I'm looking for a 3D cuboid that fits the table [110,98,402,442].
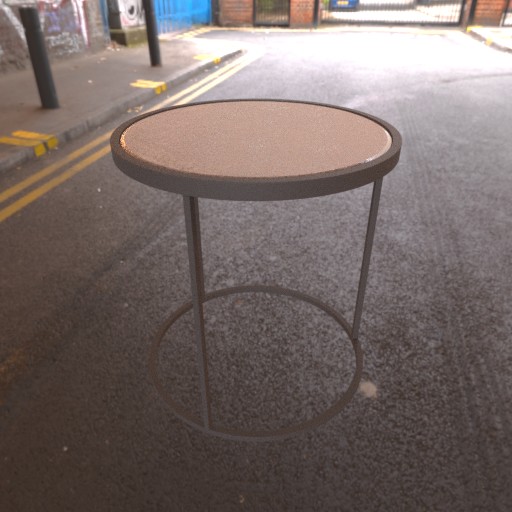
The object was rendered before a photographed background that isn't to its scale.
[{"bbox_3d":[0.000,0.000,0.869,0.470,0.498,0.470,0,31,0],"label":"table"}]
